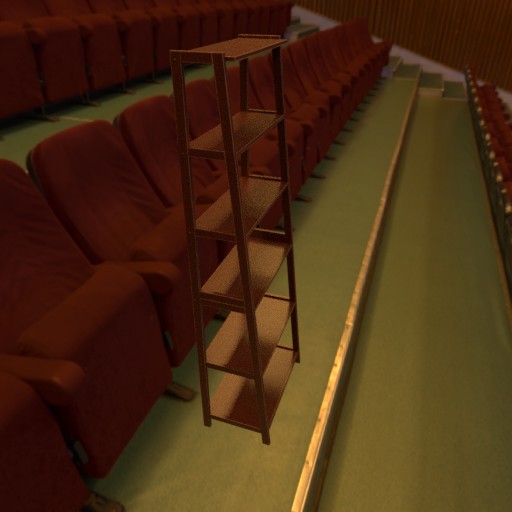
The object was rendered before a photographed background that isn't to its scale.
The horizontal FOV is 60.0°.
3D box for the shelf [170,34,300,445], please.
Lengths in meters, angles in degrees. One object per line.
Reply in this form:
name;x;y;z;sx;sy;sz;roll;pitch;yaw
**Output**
shelf;0.000;0.000;2.174;0.381;1.892;0.660;10;33;16
